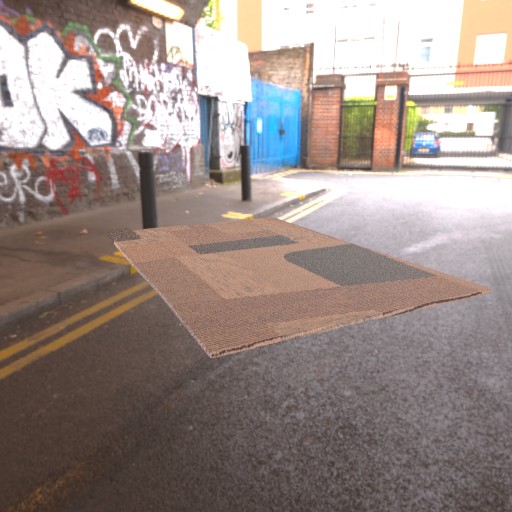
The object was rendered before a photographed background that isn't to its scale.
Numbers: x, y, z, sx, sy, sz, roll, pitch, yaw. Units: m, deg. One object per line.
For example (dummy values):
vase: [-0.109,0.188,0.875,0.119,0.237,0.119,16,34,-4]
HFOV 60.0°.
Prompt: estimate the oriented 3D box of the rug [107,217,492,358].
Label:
rug: [0.000,0.000,2.336,1.238,0.020,1.847,-8,17,-26]
